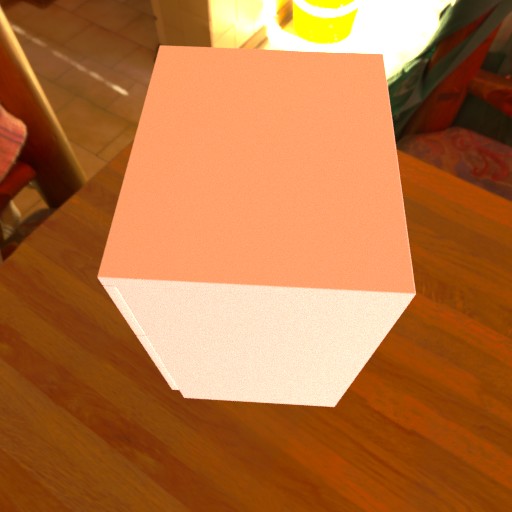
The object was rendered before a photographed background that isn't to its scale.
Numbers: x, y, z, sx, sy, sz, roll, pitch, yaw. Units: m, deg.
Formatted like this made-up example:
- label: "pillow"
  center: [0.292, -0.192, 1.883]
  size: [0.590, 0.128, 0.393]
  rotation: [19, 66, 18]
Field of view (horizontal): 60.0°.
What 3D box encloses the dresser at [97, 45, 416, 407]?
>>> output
- label: "dresser"
  center: [0.000, 0.000, 0.813]
  size: [0.360, 0.560, 0.400]
  rotation: [3, 60, 2]
